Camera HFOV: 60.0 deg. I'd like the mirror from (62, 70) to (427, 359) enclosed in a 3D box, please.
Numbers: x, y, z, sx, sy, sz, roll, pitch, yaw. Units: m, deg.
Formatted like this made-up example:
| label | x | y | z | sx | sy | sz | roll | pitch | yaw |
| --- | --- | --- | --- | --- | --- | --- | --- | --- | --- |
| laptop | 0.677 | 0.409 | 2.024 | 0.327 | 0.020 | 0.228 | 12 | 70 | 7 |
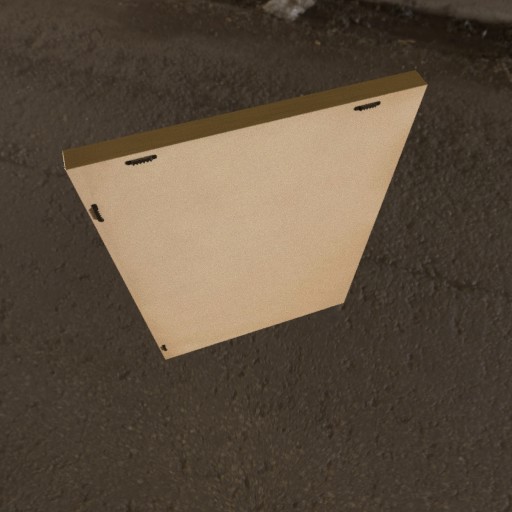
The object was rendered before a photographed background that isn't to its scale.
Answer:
| label | x | y | z | sx | sy | sz | roll | pitch | yaw |
| --- | --- | --- | --- | --- | --- | --- | --- | --- | --- |
| mirror | 0.000 | 0.000 | 0.898 | 0.507 | 0.710 | 0.040 | -16 | 60 | -10 |
